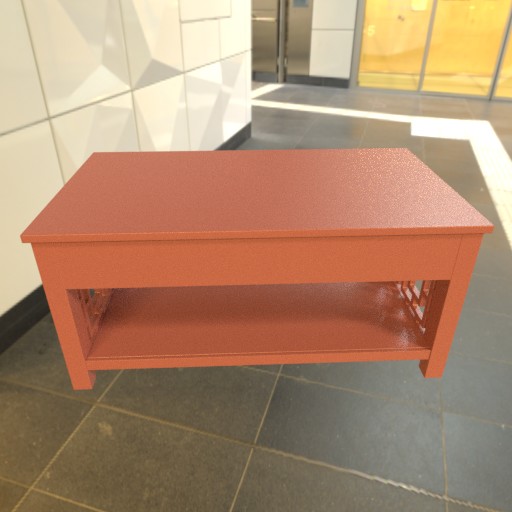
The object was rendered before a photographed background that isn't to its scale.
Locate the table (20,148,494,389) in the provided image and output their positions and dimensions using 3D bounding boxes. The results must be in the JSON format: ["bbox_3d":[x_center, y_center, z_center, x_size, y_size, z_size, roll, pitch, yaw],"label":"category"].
[{"bbox_3d":[0.000,0.000,1.384,1.068,0.493,0.612,-1,31,-2],"label":"table"}]
